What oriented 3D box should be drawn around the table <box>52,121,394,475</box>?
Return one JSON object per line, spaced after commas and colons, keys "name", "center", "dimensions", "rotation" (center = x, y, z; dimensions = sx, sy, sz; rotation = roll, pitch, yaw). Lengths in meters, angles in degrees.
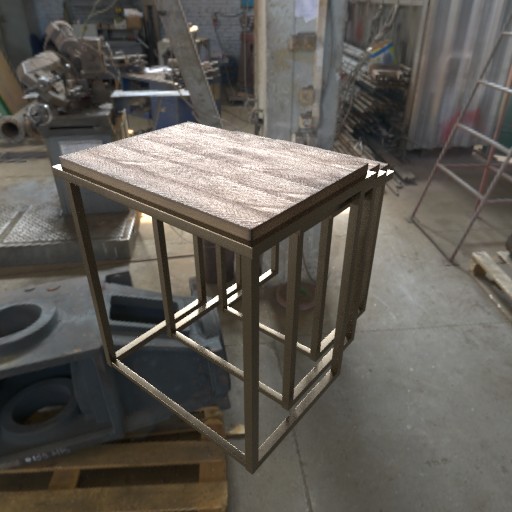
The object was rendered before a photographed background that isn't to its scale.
{"name": "table", "center": [0.000, 0.000, 1.184], "dimensions": [0.559, 0.610, 0.706], "rotation": [23, 38, 33]}
